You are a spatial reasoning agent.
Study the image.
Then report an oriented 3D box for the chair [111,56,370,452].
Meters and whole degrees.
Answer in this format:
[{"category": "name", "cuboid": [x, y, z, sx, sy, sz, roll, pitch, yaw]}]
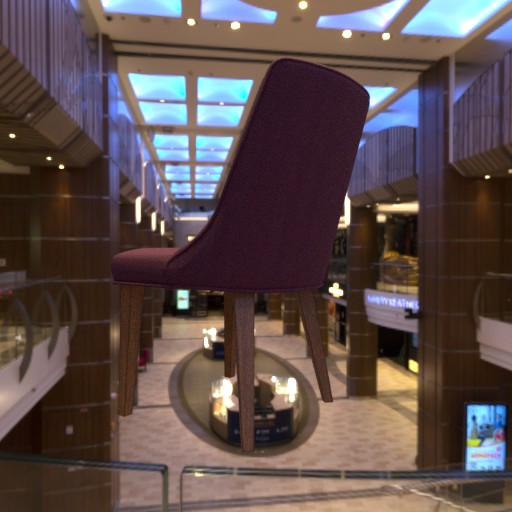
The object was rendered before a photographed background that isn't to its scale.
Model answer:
[{"category": "chair", "cuboid": [0.000, 0.000, 1.296, 0.638, 0.916, 0.548, 1, 1, 36]}]
